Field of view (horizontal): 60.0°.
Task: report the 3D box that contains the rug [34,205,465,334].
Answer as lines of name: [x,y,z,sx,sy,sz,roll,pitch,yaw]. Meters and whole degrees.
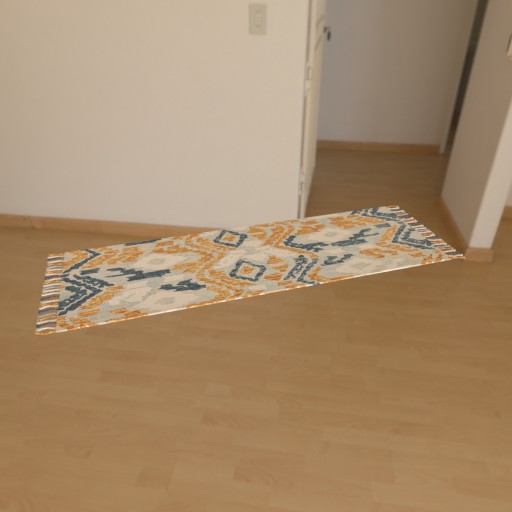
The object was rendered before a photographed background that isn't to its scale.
rug: [0.000,0.000,2.712,2.437,0.010,0.783,-9,33,-14]
